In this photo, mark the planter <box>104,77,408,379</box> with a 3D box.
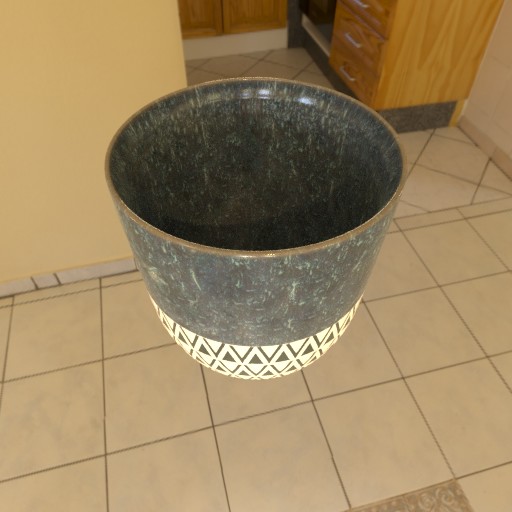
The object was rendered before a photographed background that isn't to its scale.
[{"bbox_3d":[0.000,0.000,0.369,0.195,0.214,0.195,0,47,0],"label":"planter"}]
